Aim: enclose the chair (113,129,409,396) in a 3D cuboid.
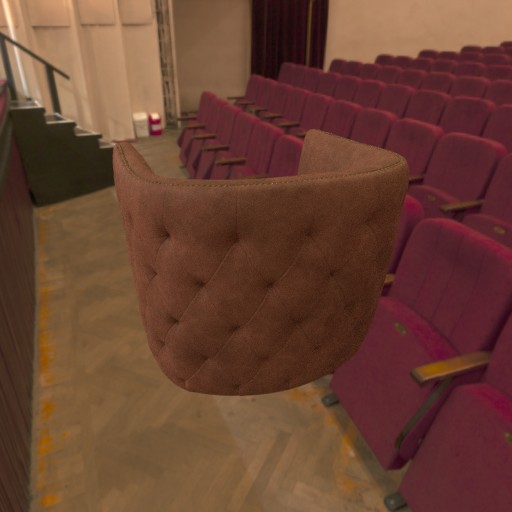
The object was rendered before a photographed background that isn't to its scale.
[{"bbox_3d":[0.000,0.000,1.512,0.850,0.790,0.870,-8,29,-16],"label":"chair"}]
